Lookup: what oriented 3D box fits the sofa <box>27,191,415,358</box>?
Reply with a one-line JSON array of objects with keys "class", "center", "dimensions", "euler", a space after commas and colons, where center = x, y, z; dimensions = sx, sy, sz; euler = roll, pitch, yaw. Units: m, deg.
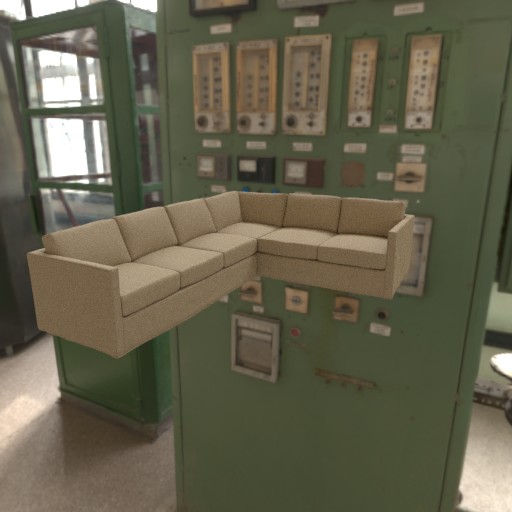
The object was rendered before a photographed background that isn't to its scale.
[{"class": "sofa", "center": [0.000, 0.000, 4.350], "dimensions": [2.432, 0.871, 3.182], "euler": [9, 18, 27]}]
